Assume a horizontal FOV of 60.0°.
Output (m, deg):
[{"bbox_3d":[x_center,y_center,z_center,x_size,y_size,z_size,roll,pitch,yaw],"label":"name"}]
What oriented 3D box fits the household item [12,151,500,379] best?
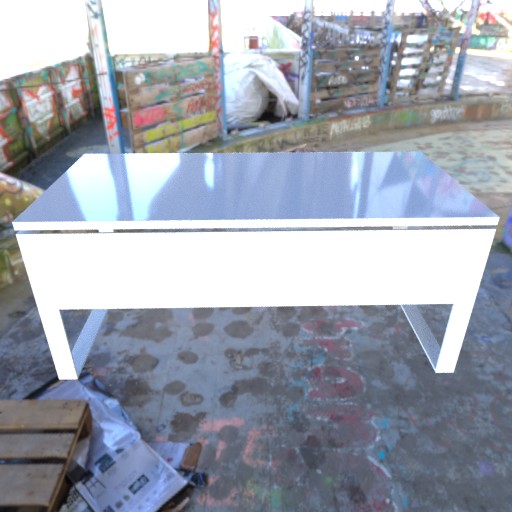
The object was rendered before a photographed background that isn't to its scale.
[{"bbox_3d":[0.000,0.000,2.076,1.700,0.745,0.800,-1,30,-1],"label":"household item"}]
